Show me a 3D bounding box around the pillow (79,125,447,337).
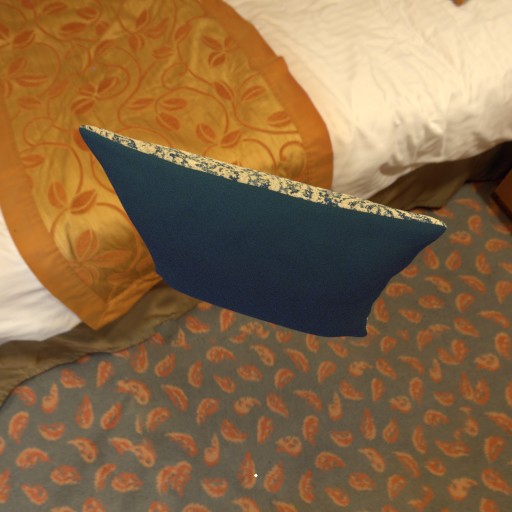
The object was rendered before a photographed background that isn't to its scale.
[{"bbox_3d":[0.000,0.000,0.817,0.523,0.510,0.166,17,65,8],"label":"pillow"}]
